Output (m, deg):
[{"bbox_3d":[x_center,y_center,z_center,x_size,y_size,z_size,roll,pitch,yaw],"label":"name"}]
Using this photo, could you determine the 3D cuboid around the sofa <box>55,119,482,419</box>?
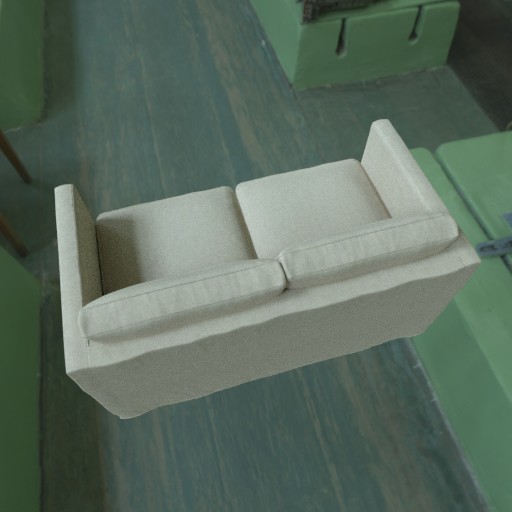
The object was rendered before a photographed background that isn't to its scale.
[{"bbox_3d":[0.000,0.000,2.185,1.719,0.835,0.962,-14,59,-9],"label":"sofa"}]
